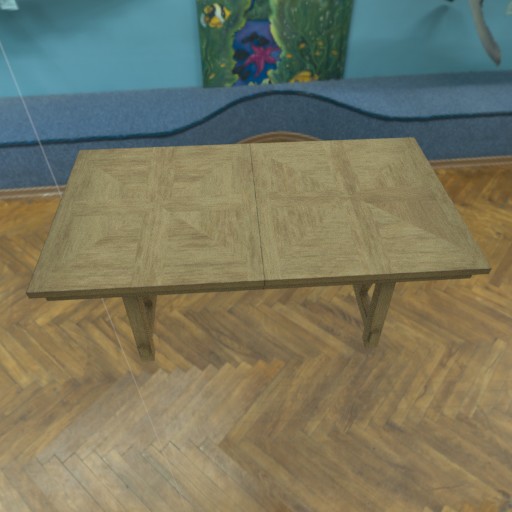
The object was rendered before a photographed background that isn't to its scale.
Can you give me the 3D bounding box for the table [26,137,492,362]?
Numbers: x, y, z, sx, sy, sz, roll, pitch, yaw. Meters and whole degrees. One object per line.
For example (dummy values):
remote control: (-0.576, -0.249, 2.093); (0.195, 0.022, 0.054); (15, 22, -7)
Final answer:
table: (0.000, 0.000, 2.411); (1.881, 0.768, 1.016); (-3, 46, -3)
